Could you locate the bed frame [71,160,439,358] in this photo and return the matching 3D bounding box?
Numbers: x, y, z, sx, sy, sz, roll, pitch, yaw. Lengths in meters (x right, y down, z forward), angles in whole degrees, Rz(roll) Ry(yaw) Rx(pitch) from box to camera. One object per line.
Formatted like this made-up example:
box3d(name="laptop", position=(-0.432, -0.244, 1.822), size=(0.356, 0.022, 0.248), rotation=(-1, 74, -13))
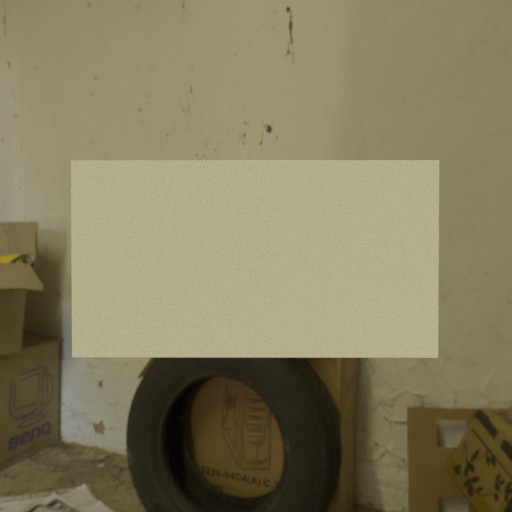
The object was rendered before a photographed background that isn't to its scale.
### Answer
box3d(name="bed frame", position=(0.000, 0.000, 2.773), size=(1.490, 0.800, 1.950), rotation=(0, 1, 0))
